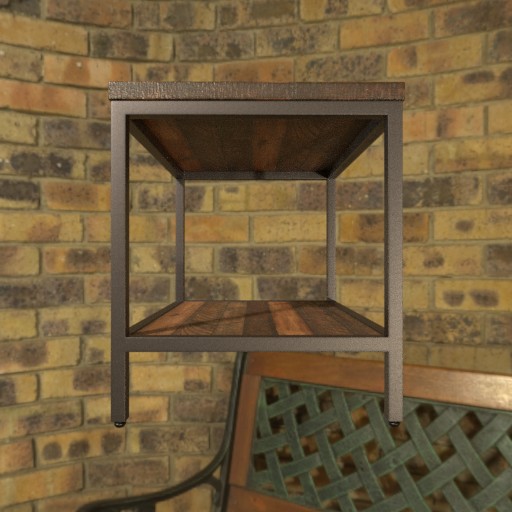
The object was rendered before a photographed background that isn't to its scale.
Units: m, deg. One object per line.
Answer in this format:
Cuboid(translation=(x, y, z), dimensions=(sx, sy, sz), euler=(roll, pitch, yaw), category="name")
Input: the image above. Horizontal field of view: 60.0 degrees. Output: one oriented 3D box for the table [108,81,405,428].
Cuboid(translation=(0.000, 0.000, 1.118), dimensions=(0.524, 0.612, 0.678), euler=(0, 0, 0), category="table")
